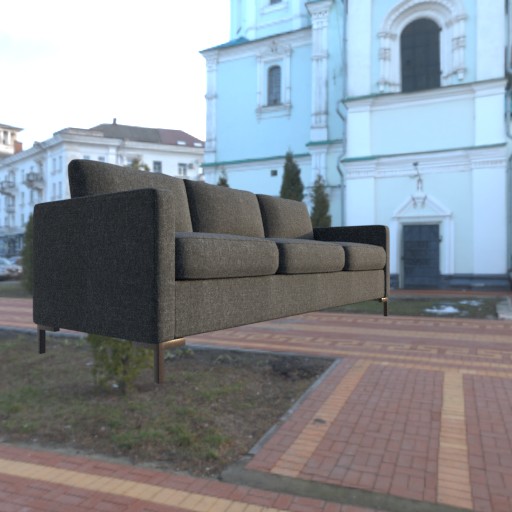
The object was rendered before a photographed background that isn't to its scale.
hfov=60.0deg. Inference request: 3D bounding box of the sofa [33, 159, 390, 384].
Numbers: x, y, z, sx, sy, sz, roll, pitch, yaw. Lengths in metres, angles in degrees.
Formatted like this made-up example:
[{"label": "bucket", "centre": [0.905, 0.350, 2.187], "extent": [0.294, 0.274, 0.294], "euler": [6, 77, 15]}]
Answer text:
[{"label": "sofa", "centre": [0.000, 0.000, 2.607], "extent": [0.859, 0.874, 2.218], "euler": [0, 0, 37]}]
